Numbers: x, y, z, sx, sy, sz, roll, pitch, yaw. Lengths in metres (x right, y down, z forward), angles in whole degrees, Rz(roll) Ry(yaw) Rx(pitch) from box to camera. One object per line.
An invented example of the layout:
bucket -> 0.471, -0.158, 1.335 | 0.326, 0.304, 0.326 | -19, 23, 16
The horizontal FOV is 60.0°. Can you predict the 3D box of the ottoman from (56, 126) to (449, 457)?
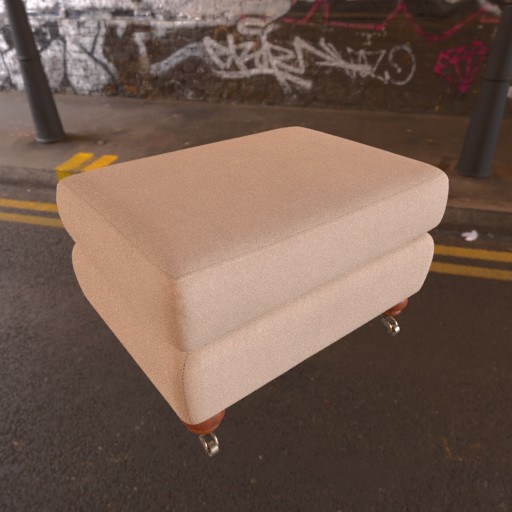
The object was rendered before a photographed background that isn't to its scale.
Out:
ottoman -> 0.000, 0.000, 1.125 | 0.773, 0.499, 0.569 | -22, 37, -32
